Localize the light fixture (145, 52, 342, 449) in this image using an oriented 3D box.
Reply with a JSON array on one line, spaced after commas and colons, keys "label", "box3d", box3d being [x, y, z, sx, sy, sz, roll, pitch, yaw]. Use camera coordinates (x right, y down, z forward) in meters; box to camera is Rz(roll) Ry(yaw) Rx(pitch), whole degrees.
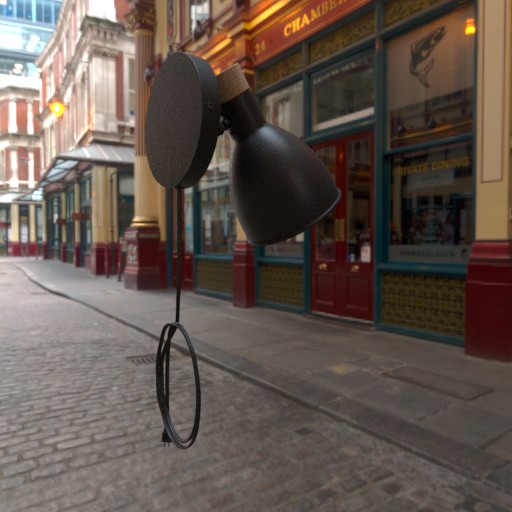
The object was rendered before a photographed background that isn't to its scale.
[{"label": "light fixture", "box3d": [0.000, 0.000, 0.485, 0.203, 0.401, 0.127, -1, 1, -36]}]
